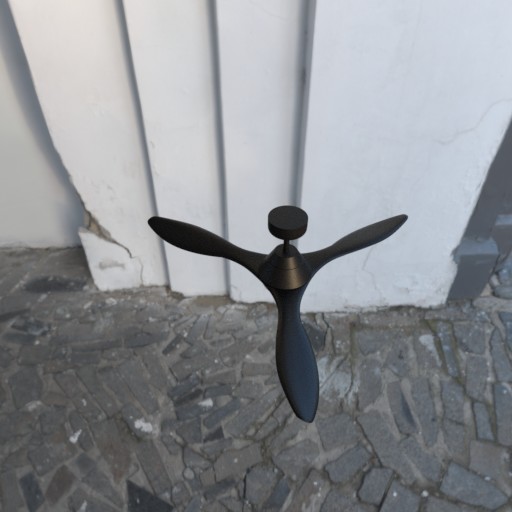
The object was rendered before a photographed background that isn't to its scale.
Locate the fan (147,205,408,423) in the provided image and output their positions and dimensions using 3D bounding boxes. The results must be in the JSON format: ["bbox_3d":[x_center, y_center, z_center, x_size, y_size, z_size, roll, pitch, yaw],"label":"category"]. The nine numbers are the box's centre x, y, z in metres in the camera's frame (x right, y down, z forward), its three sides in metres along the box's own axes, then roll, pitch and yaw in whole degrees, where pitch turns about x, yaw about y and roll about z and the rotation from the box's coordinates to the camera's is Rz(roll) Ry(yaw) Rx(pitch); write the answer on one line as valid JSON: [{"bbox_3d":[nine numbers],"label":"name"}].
[{"bbox_3d":[0.000,0.000,1.601,1.067,0.305,1.067,11,43,12],"label":"fan"}]
